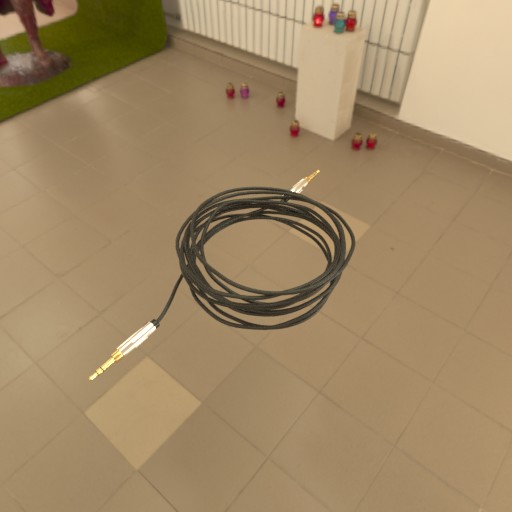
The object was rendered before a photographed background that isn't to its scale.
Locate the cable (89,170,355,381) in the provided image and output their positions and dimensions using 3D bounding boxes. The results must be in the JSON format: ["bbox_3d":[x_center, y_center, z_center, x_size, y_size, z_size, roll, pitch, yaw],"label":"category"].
[{"bbox_3d":[0.000,0.000,0.518,0.198,0.069,0.432,31,54,25],"label":"cable"}]
